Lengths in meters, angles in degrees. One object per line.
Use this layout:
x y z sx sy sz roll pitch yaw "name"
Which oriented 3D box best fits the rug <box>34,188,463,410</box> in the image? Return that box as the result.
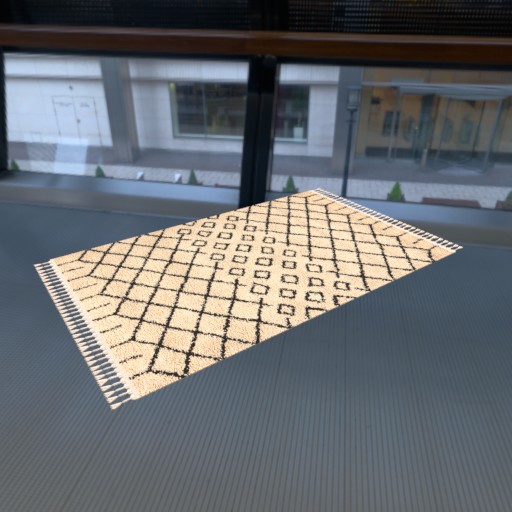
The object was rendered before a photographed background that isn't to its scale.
0.000 0.000 2.395 2.006 0.008 1.196 -19 34 -31 "rug"
